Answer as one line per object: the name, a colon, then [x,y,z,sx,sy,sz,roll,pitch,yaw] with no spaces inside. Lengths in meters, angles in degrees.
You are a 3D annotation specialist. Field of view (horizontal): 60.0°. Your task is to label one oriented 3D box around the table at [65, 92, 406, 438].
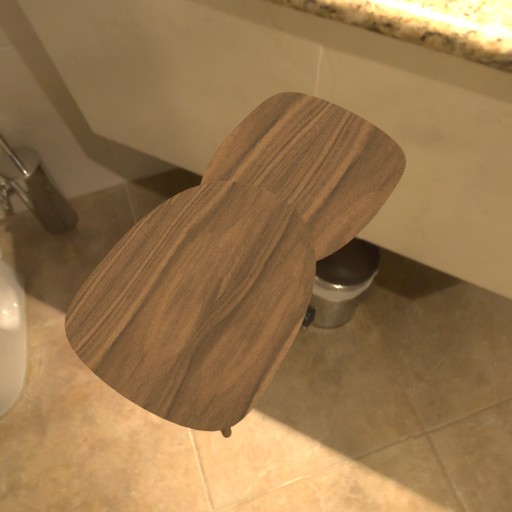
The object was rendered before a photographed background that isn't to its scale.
table: [0.000,0.000,1.373,0.527,0.429,1.084,31,67,15]
